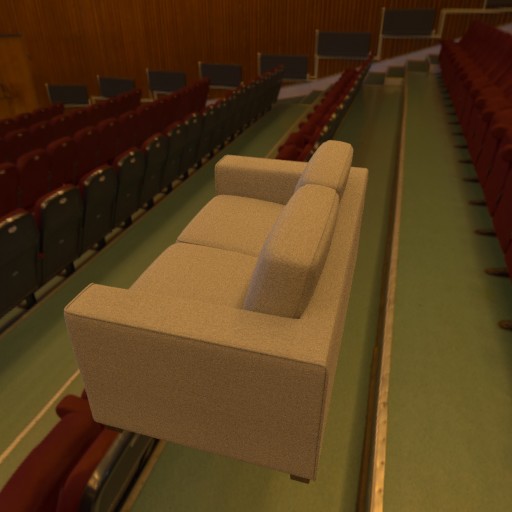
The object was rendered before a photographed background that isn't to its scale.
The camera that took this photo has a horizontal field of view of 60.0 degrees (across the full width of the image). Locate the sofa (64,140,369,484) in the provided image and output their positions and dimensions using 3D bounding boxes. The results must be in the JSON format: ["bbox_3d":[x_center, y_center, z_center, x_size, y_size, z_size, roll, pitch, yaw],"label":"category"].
[{"bbox_3d":[0.000,0.000,2.358,1.007,0.924,1.812,9,33,14],"label":"sofa"}]
